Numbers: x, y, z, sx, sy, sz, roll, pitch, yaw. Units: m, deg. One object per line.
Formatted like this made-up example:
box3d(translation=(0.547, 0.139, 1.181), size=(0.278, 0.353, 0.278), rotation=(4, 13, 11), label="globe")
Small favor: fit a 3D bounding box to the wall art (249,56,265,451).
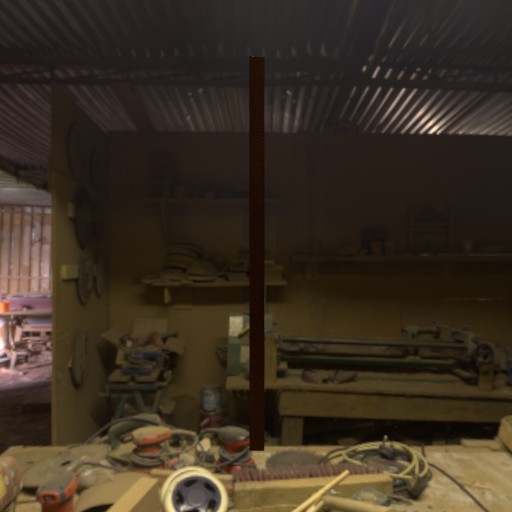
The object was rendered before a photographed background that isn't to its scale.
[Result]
box3d(translation=(0.000, 0.000, 0.557), size=(0.012, 0.304, 0.431), rotation=(0, -1, 0), label="wall art")
